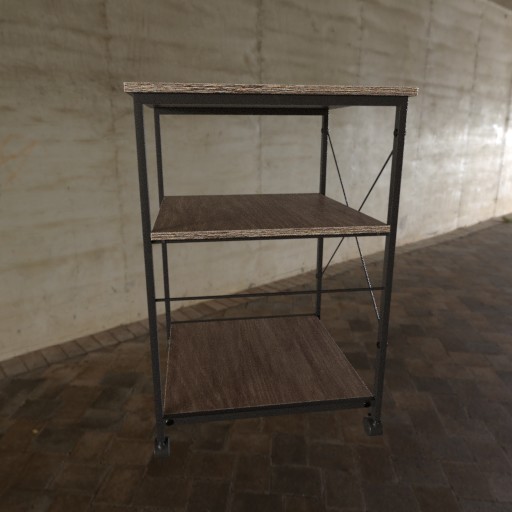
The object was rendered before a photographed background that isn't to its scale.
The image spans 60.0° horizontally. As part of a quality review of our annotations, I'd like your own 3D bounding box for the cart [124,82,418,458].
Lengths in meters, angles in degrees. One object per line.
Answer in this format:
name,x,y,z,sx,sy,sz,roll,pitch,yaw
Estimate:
cart,0.000,0.000,1.120,0.520,0.762,0.521,-2,16,-8
